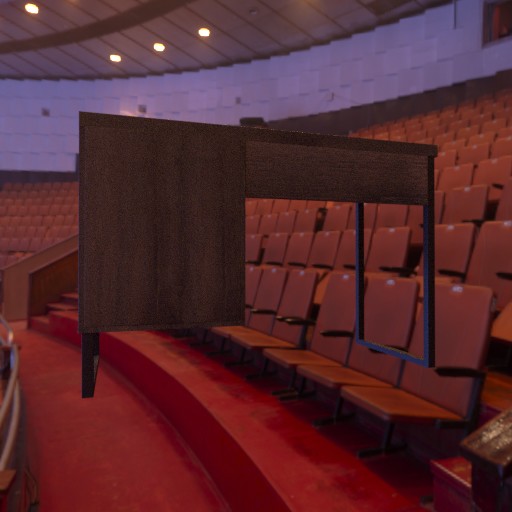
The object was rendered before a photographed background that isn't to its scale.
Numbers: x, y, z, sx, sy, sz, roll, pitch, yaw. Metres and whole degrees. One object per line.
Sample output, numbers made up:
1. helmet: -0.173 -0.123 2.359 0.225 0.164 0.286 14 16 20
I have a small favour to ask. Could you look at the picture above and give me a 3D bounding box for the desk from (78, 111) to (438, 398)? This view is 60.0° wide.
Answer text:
1. desk: 0.000 0.000 1.570 1.134 0.752 0.511 0 -1 -18
